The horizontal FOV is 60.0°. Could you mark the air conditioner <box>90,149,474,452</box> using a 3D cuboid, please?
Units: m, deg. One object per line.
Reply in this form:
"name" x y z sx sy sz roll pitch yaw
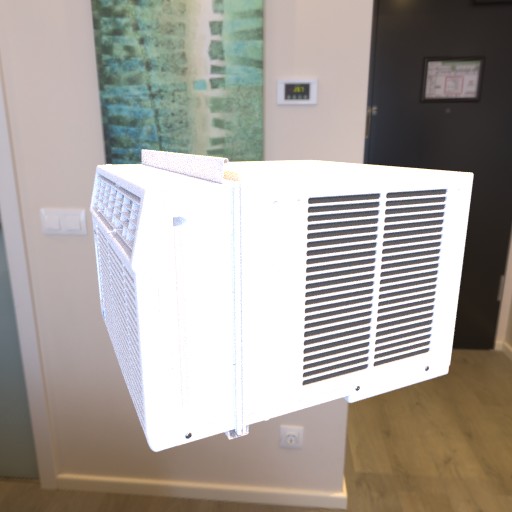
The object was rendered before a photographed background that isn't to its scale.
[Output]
"air conditioner" 0.000 0.000 0.847 0.546 0.388 0.503 -7 16 -24
